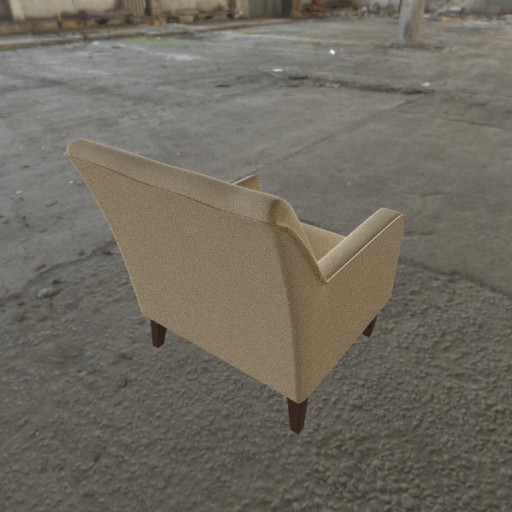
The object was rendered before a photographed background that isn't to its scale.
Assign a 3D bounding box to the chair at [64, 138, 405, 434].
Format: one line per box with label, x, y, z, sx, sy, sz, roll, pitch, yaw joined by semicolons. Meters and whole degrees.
chair;0.000;0.000;1.628;0.780;0.919;0.899;21;37;31
